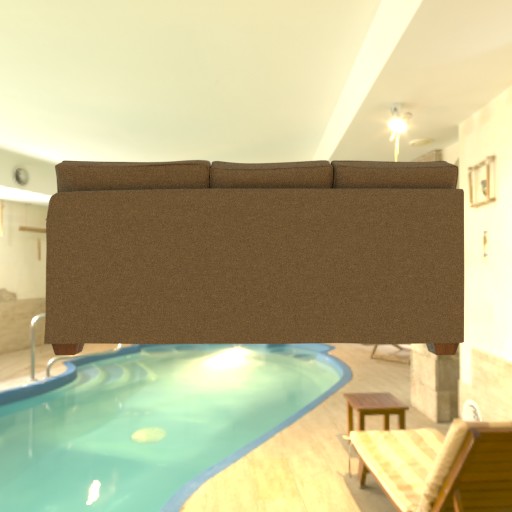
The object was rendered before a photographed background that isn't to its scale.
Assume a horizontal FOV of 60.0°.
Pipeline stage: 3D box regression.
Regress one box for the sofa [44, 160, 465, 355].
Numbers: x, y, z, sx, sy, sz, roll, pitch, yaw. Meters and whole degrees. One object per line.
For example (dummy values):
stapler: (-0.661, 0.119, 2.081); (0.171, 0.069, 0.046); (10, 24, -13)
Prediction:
sofa: (0.000, 0.000, 2.542); (1.963, 0.946, 1.034); (0, -1, 0)
